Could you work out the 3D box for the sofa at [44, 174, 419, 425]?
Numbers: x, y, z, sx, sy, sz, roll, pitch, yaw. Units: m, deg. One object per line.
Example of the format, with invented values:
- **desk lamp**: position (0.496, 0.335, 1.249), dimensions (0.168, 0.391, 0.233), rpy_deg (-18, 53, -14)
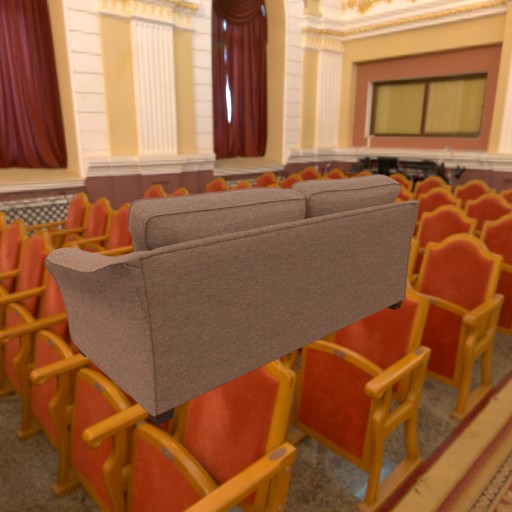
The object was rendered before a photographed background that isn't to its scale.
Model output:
- **sofa**: position (0.000, 0.000, 2.776), dimensions (2.270, 0.965, 0.980), rpy_deg (-14, 20, -41)
